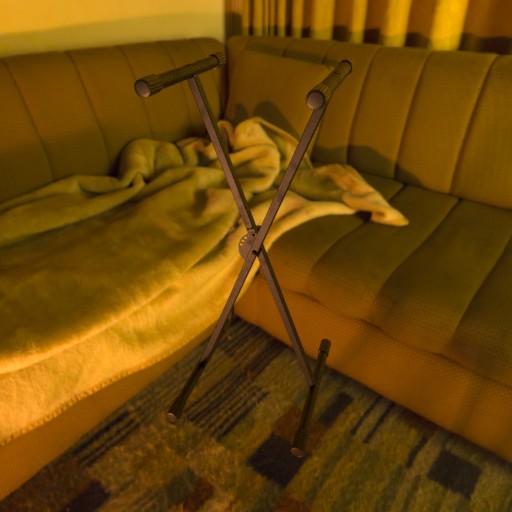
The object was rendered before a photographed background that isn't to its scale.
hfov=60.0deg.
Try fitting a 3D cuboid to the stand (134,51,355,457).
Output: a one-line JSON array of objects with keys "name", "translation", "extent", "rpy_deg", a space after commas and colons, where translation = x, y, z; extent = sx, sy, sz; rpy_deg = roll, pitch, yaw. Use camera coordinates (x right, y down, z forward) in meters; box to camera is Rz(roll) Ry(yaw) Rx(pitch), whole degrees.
[{"name": "stand", "translation": [0.000, 0.000, 1.181], "extent": [0.409, 0.940, 0.449], "rpy_deg": [9, 33, 15]}]
